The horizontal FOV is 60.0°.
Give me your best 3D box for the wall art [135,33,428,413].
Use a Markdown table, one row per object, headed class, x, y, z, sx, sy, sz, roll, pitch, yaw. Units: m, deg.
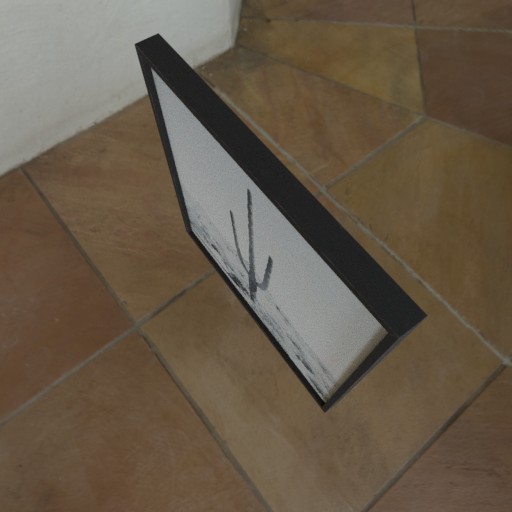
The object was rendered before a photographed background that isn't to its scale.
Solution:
| class | x | y | z | sx | sy | sz | roll | pitch | yaw |
| --- | --- | --- | --- | --- | --- | --- | --- | --- | --- |
| wall art | 0.000 | 0.000 | 0.740 | 0.038 | 0.508 | 0.508 | -33 | 68 | -16 |
